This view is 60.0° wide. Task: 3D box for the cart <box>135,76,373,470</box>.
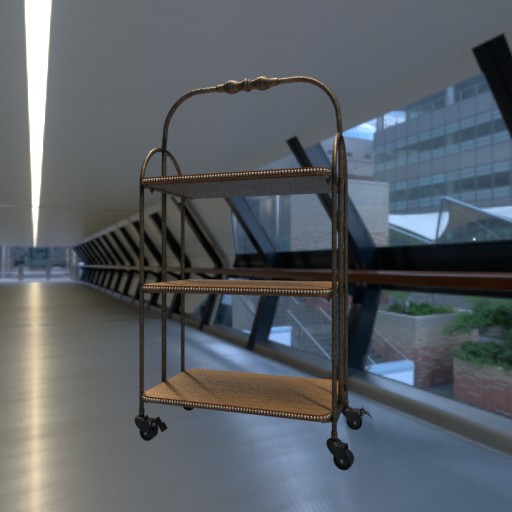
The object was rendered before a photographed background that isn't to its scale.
[{"bbox_3d":[0.000,0.000,1.307,0.650,1.052,0.330,0,0,18],"label":"cart"}]
